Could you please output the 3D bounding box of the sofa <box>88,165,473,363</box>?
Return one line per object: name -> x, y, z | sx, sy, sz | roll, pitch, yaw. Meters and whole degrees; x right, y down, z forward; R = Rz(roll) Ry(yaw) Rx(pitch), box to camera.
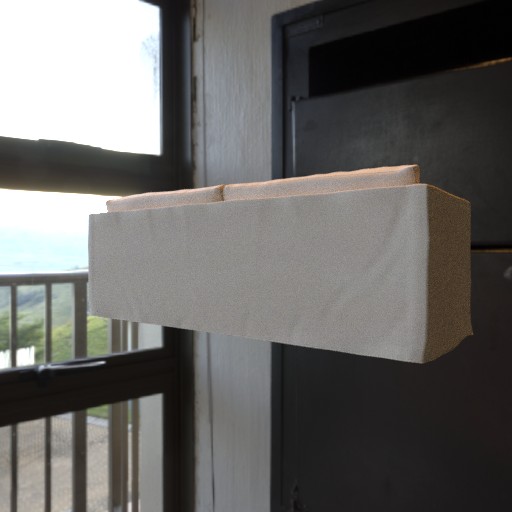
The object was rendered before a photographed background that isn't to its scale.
sofa -> 0.000, 0.000, 3.280 | 2.779, 0.999, 1.036 | 0, 1, 36
